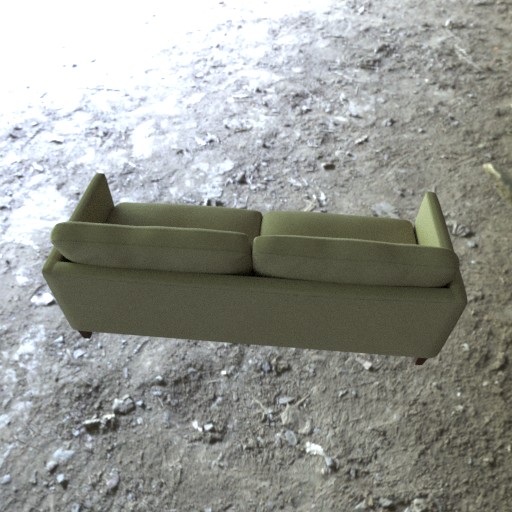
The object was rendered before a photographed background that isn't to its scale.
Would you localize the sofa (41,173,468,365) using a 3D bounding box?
[{"bbox_3d":[0.000,0.000,2.937,2.404,0.912,0.988,4,47,4],"label":"sofa"}]
